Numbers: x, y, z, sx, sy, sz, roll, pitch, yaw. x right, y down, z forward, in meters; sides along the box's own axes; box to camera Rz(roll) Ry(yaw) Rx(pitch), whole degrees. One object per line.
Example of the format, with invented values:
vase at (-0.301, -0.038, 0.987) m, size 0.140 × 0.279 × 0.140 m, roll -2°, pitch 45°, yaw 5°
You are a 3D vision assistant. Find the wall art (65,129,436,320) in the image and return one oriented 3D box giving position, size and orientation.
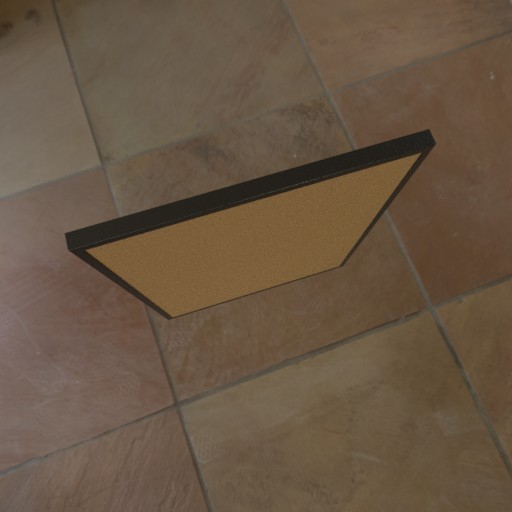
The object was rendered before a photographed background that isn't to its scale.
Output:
wall art at (0.000, 0.000, 1.440) m, size 0.804 × 1.061 × 0.039 m, roll -17°, pitch 75°, yaw -5°
